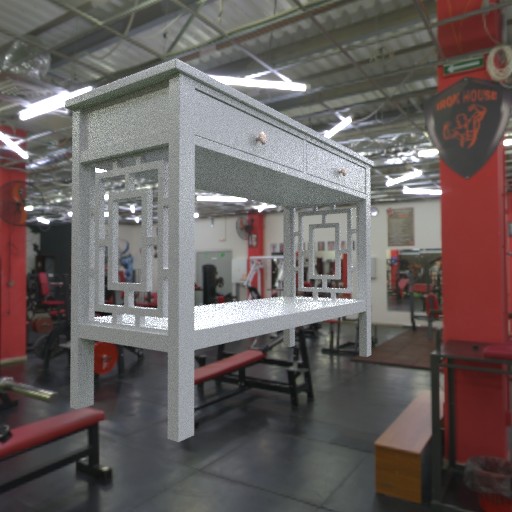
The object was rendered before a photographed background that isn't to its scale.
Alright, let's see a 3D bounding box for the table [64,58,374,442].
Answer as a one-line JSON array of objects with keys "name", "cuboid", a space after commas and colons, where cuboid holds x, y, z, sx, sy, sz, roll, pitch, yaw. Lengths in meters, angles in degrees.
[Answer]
[{"name": "table", "cuboid": [0.000, 0.000, 1.402, 0.397, 0.753, 1.068, -1, -1, 35]}]
